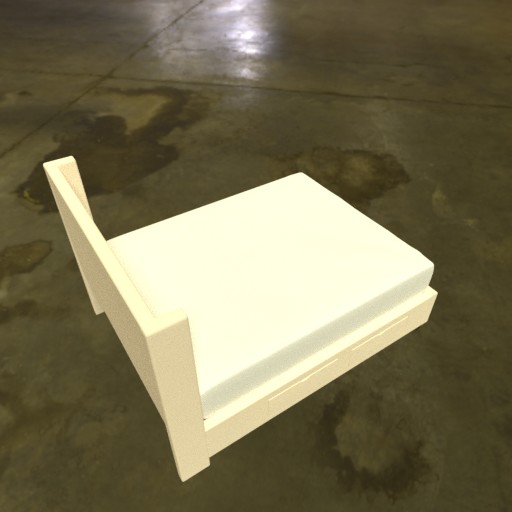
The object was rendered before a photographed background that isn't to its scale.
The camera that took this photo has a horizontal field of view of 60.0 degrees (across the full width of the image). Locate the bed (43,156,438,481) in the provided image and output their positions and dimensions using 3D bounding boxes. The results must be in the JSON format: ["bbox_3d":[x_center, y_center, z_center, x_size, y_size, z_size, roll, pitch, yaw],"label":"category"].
[{"bbox_3d":[0.000,0.000,3.373,2.280,1.471,1.765,-23,46,-25],"label":"bed"}]
